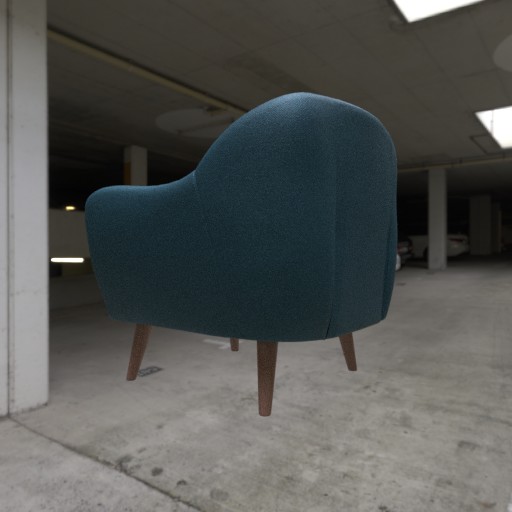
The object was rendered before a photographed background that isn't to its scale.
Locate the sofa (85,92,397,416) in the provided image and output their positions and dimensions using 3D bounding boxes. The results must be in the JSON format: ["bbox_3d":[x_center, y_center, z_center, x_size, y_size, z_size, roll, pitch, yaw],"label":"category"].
[{"bbox_3d":[0.000,0.000,1.500,0.825,0.817,0.836,0,0,36],"label":"sofa"}]
